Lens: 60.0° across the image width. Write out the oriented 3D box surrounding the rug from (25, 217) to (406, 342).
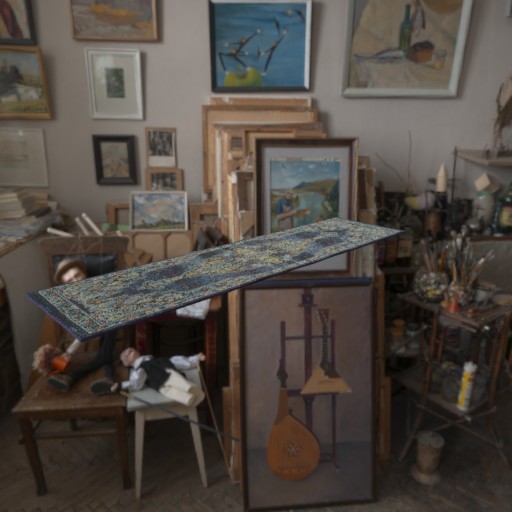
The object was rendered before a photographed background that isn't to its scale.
[{"bbox_3d":[0.000,0.000,2.520,2.283,0.016,0.602,-16,24,-41],"label":"rug"}]
